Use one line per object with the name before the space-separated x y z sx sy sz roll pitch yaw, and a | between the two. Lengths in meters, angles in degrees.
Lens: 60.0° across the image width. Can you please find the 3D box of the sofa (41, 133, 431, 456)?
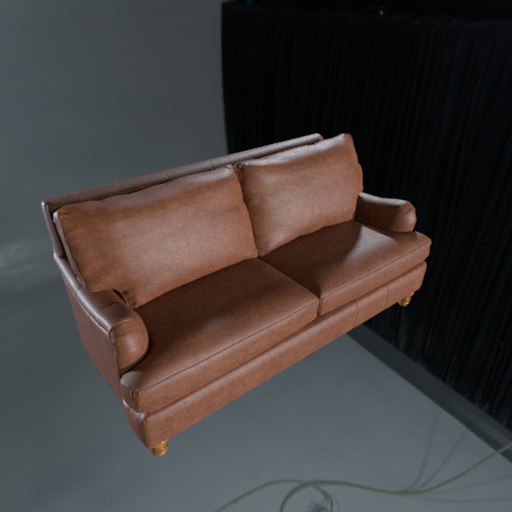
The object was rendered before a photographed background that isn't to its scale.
sofa | 0.000 0.000 2.732 2.144 1.071 1.147 -22 38 -32
